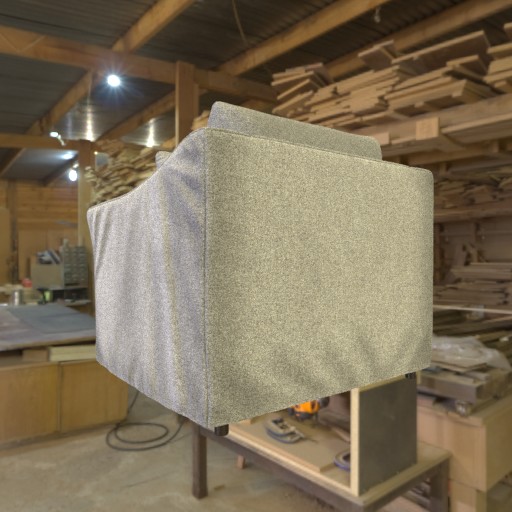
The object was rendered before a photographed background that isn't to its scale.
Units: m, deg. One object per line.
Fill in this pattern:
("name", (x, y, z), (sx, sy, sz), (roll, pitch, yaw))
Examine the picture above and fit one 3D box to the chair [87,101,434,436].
("chair", (0.000, 0.000, 1.996), (1.194, 1.059, 1.071), (0, 1, -37))
